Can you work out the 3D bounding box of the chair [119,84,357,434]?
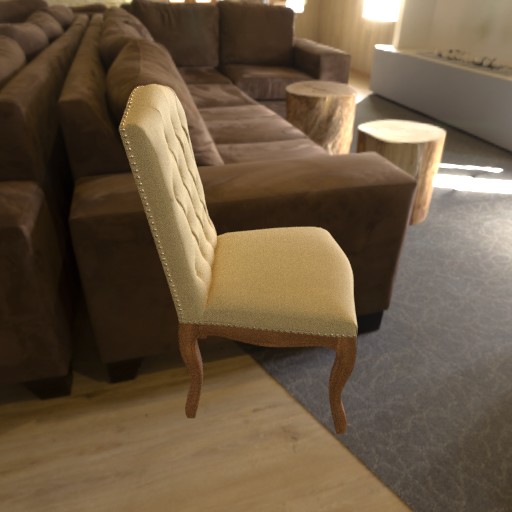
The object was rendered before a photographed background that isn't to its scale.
[{"bbox_3d":[0.000,0.000,1.591,0.715,1.165,0.623,0,32,0],"label":"chair"}]
